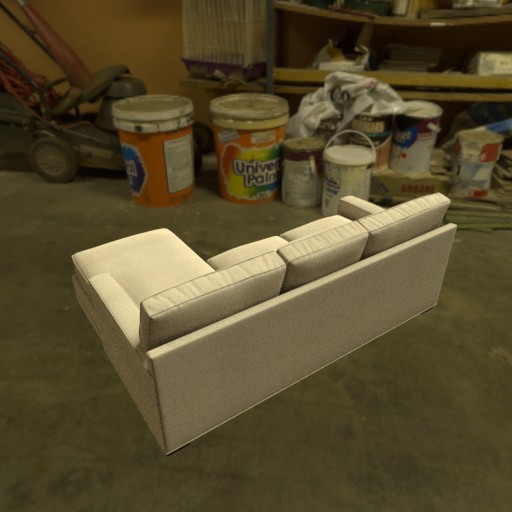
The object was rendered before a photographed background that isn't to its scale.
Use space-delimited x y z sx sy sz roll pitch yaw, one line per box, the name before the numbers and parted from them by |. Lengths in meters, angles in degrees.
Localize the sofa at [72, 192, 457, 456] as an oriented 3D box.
sofa | 0.000 0.000 2.947 2.087 0.861 1.496 -20 36 -29
